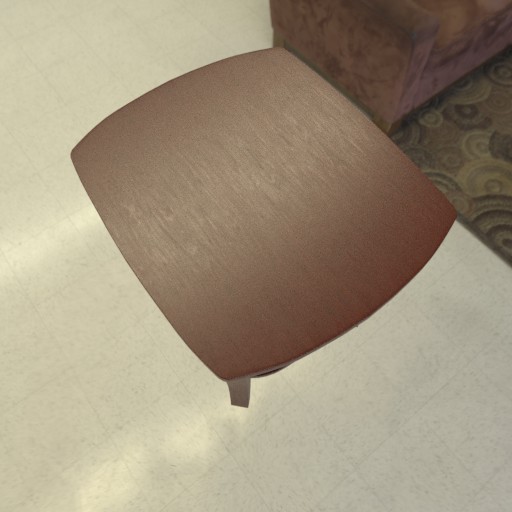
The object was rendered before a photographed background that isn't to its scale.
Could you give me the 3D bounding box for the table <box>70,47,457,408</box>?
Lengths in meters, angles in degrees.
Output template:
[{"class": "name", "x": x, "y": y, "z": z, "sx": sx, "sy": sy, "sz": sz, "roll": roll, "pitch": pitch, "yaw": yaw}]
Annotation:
[{"class": "table", "x": 0.000, "y": 0.000, "z": 0.870, "sx": 0.433, "sy": 0.496, "sz": 0.502, "roll": -32, "pitch": 68, "yaw": -15}]
